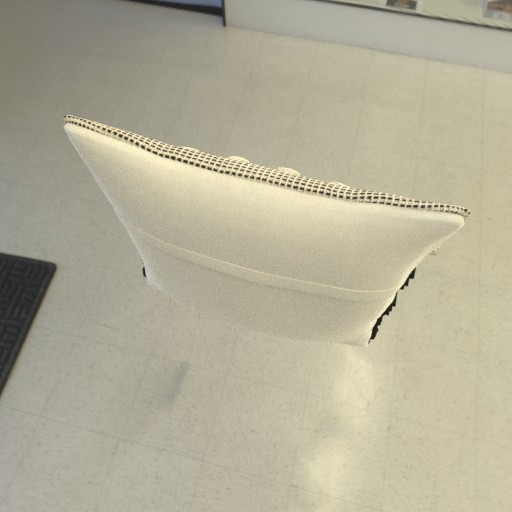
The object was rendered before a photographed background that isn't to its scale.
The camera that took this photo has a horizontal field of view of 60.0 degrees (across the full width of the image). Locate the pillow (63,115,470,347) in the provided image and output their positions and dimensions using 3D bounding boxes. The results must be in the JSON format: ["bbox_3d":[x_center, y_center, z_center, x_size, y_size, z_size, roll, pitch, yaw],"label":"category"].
[{"bbox_3d":[0.000,0.000,0.644,0.436,0.438,0.156,15,64,8],"label":"pillow"}]
